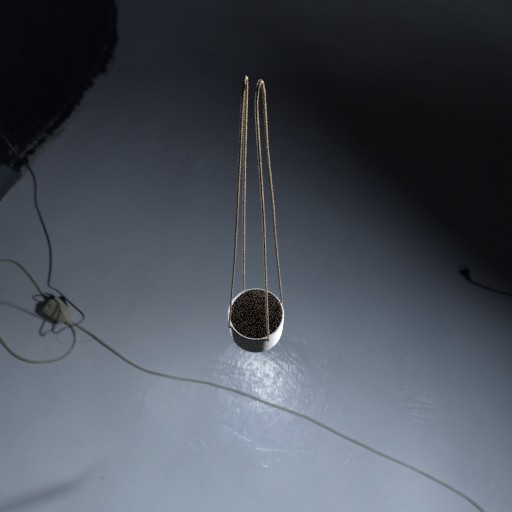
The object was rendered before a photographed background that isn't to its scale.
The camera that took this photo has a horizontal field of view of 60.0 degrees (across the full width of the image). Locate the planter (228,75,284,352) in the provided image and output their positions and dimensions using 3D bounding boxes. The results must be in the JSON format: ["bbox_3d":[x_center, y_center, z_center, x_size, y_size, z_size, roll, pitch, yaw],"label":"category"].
[{"bbox_3d":[0.000,0.000,0.903,0.146,0.841,0.146,18,60,10],"label":"planter"}]
